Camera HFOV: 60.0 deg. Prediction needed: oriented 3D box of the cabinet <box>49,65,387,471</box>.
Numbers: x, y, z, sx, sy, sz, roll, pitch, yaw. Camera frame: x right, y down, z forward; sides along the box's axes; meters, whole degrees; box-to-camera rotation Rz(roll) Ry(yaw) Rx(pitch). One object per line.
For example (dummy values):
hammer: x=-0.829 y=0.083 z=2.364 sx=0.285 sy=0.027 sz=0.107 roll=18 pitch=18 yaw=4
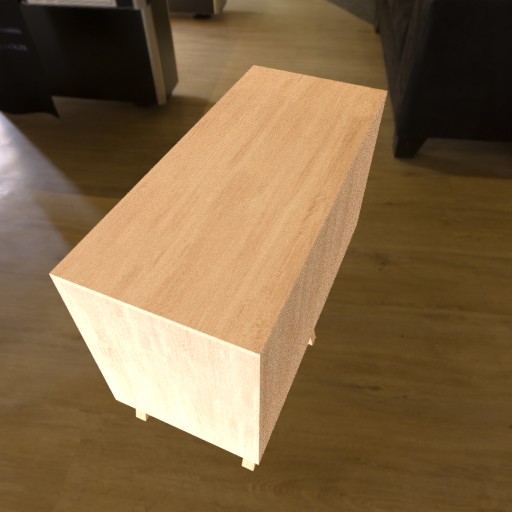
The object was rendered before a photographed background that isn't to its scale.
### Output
cabinet: x=0.000 y=0.000 z=1.529 sx=0.500 sy=0.780 sz=1.110 roll=18 pitch=50 yaw=16
